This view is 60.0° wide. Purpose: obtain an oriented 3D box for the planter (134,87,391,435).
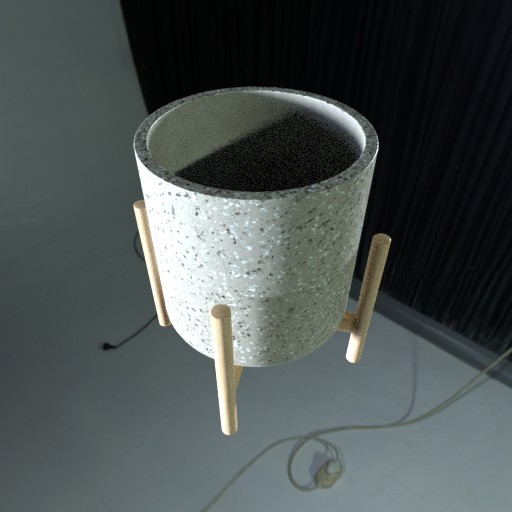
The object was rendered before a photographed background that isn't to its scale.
[{"bbox_3d":[0.000,0.000,0.699,0.360,0.419,0.360,26,48,26],"label":"planter"}]
